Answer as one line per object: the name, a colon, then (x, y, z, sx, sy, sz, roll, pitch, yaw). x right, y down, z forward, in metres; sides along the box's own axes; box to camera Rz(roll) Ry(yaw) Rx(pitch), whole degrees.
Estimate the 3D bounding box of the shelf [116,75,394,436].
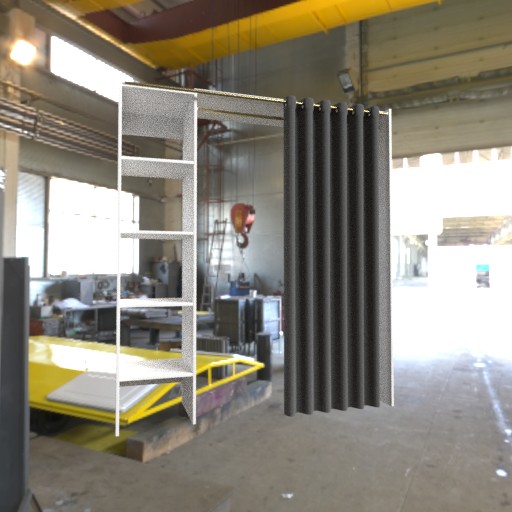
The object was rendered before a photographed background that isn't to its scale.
shelf: (0.000, 0.000, 2.672, 1.600, 1.810, 0.500, 1, -2, -17)
